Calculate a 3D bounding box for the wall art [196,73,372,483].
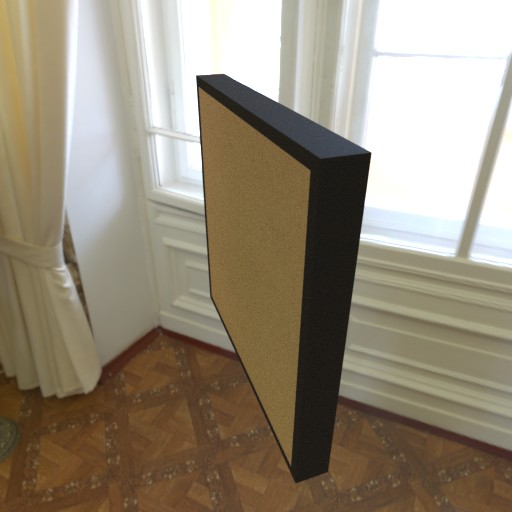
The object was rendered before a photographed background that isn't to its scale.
[{"bbox_3d":[0.000,0.000,0.453,0.033,0.304,0.305,-10,32,-17],"label":"wall art"}]
